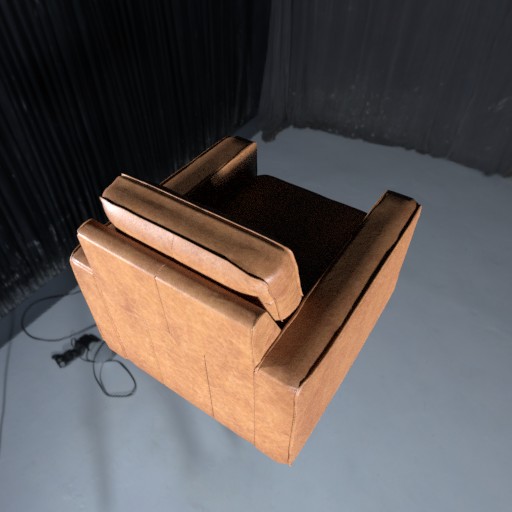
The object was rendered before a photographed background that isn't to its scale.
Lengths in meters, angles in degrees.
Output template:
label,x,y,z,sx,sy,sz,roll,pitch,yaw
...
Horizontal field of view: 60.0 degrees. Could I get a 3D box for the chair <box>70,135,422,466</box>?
label,x,y,z,sx,sy,sz,roll,pitch,yaw
chair,0.000,0.000,1.737,0.987,0.901,1.027,23,50,21
